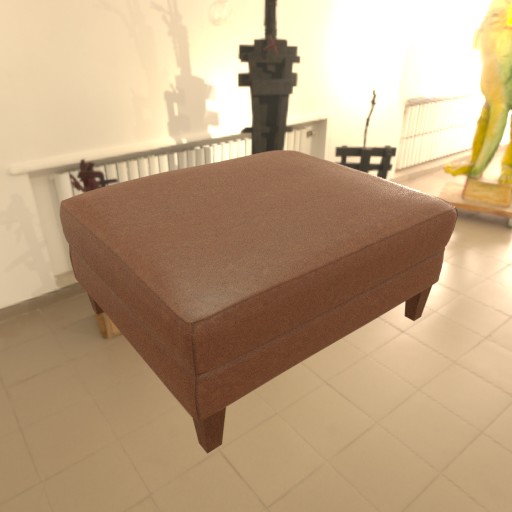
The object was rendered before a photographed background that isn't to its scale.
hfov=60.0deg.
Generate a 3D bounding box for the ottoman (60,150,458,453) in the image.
[{"bbox_3d":[0.000,0.000,1.466,0.987,0.472,0.836,-21,35,-33],"label":"ottoman"}]
